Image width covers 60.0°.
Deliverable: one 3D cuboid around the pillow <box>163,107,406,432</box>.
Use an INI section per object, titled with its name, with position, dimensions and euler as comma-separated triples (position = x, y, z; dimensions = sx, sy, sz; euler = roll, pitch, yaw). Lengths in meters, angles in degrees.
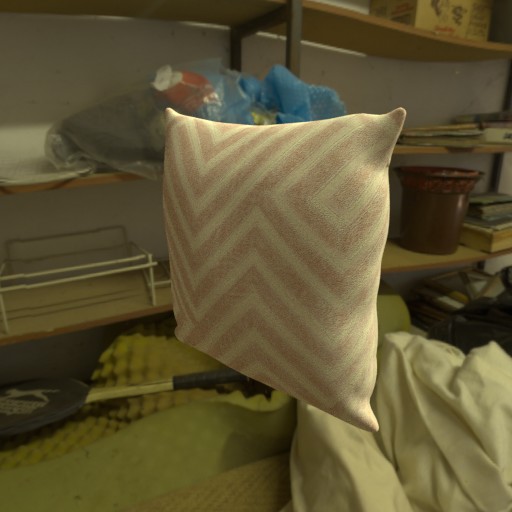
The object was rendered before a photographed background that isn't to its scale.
[pillow]
position = 0.000, 0.000, 0.684
dimensions = 0.440, 0.441, 0.182
euler = 15, 22, 40
